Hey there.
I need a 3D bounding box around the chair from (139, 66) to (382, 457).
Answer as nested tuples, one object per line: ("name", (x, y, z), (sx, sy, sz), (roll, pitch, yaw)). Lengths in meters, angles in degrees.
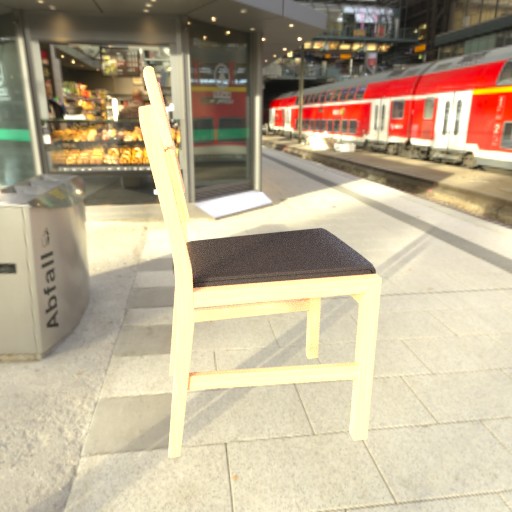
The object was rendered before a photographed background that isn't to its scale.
("chair", (0.000, 0.000, 1.264), (0.560, 0.950, 0.475), (-3, 18, -10))
